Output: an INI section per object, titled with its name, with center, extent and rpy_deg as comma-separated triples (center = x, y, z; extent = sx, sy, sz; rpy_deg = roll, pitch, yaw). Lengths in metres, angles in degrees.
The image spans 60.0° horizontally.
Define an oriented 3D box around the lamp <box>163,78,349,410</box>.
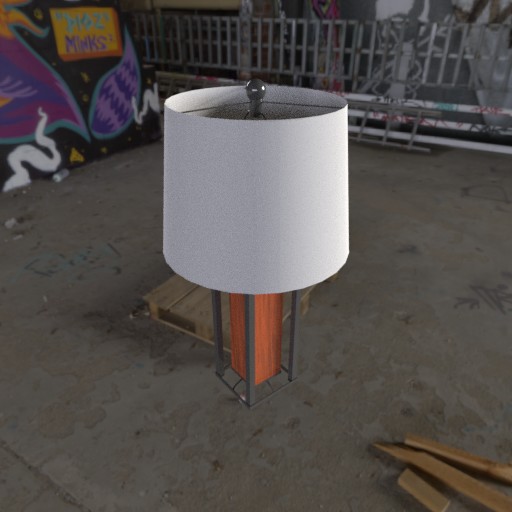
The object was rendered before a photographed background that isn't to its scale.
[lamp]
center = 0.000, 0.000, 0.788
extent = 0.320, 0.591, 0.320
rpy_deg = 0, 30, 0
